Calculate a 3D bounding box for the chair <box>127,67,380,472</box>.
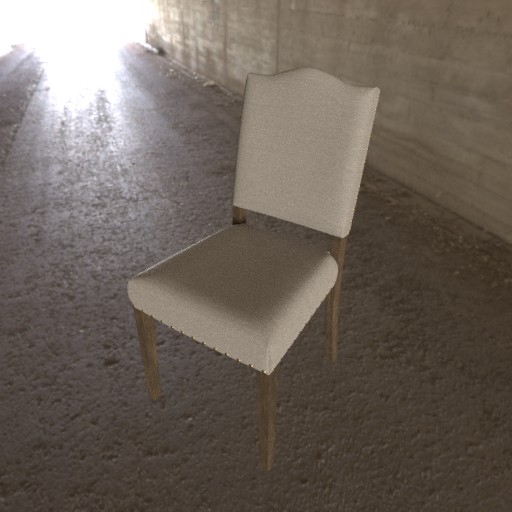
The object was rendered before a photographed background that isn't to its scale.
[{"bbox_3d":[0.000,0.000,1.369,0.508,1.020,0.620,20,37,29],"label":"chair"}]
